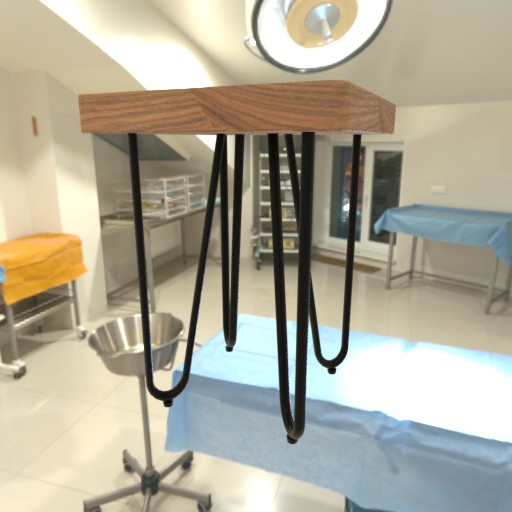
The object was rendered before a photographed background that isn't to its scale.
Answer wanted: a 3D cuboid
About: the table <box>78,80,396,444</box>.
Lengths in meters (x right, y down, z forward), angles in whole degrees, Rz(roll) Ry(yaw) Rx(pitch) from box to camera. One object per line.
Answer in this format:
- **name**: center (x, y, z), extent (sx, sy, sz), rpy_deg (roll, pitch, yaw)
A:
- **table**: center (0.000, 0.000, 0.962), extent (0.479, 0.641, 0.480), rpy_deg (7, 16, 24)
